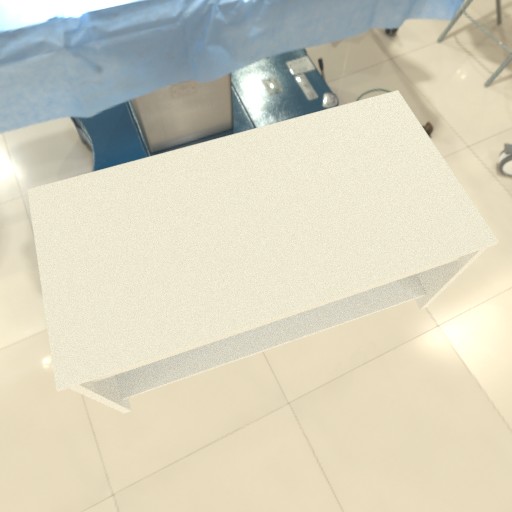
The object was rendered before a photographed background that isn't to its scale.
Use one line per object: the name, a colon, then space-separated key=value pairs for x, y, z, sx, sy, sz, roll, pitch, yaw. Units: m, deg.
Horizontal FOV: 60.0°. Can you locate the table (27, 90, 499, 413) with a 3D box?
table: x=0.000 y=0.000 z=1.240 sx=1.000 sy=0.441 sz=0.500 roll=-17 pitch=65 yaw=-8
